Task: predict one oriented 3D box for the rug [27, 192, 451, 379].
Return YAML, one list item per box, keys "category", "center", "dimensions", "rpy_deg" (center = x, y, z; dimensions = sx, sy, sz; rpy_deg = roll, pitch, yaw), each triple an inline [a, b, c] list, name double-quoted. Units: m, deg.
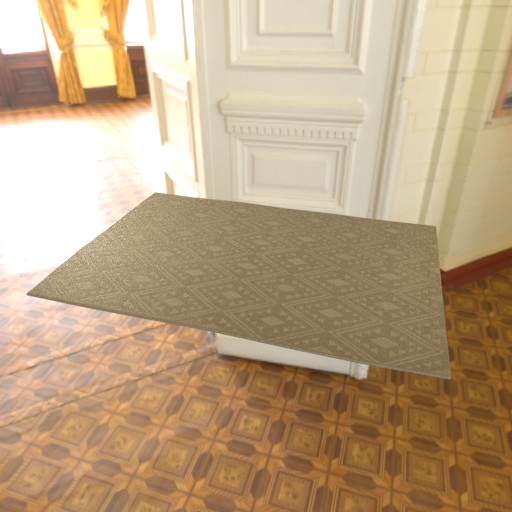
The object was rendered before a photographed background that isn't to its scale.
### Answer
- category: "rug"
  center: [0.000, 0.000, 2.318]
  dimensions: [1.829, 0.034, 1.252]
  rpy_deg: [9, 32, 14]
